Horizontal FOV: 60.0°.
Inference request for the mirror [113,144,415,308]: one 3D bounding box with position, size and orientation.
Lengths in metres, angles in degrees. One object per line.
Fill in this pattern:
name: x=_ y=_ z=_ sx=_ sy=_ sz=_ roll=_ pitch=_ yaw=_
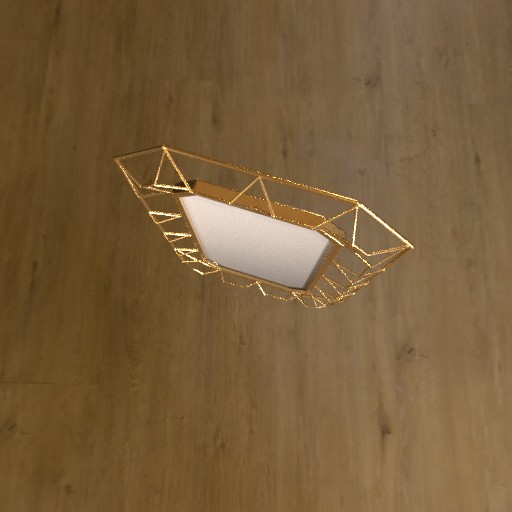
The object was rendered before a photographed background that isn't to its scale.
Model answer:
mirror: x=0.000 y=0.000 z=1.105 sx=0.572 sy=0.870 sz=0.051 roll=17 pitch=76 yaw=4
